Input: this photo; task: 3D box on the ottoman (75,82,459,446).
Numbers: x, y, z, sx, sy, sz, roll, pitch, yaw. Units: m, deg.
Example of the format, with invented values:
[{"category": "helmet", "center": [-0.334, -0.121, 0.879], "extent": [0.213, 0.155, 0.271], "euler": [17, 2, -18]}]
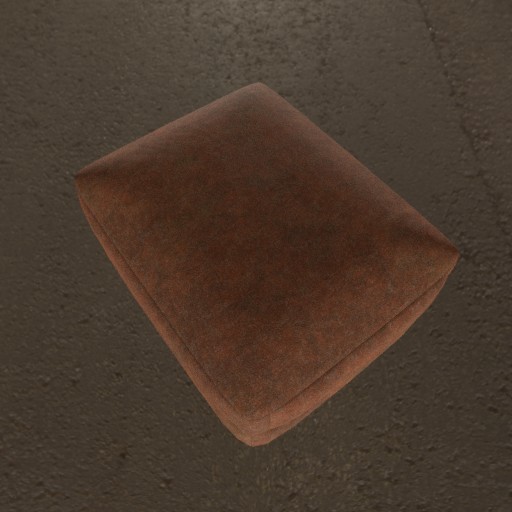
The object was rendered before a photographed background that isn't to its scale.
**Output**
[{"category": "ottoman", "center": [0.000, 0.000, 1.177], "extent": [0.635, 0.508, 0.787], "euler": [-33, 65, -18]}]
